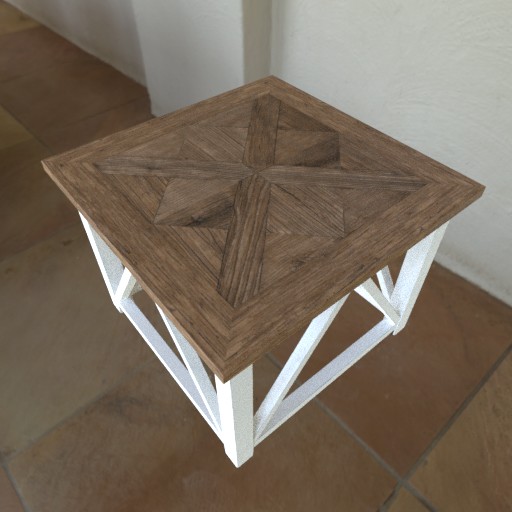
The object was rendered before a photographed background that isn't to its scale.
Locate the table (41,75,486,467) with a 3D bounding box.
[{"bbox_3d":[0.000,0.000,1.173,0.700,0.532,0.700,-31,54,-26],"label":"table"}]
